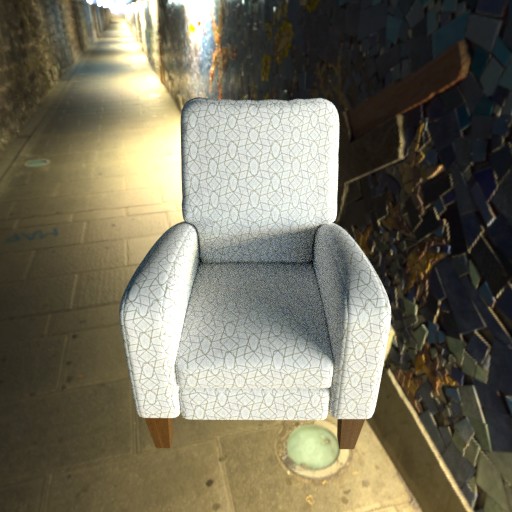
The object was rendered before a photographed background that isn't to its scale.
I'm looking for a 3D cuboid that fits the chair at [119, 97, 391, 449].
[{"bbox_3d":[0.000,0.000,1.722,0.796,1.064,0.995,0,29,0],"label":"chair"}]
